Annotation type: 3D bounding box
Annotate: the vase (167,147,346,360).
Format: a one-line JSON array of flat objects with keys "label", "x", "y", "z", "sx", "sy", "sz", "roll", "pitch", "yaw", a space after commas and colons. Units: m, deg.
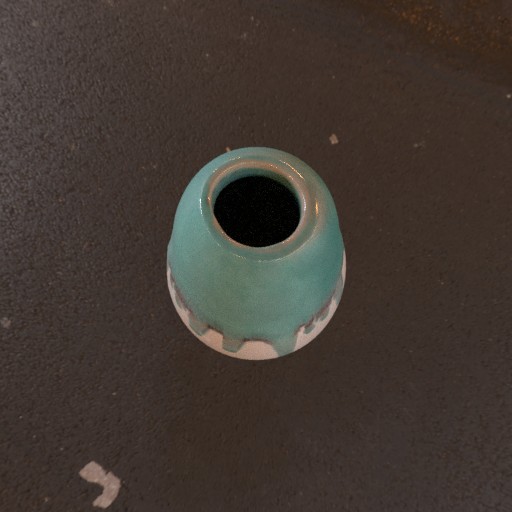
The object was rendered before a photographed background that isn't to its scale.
[{"label": "vase", "x": 0.000, "y": 0.000, "z": 0.256, "sx": 0.116, "sy": 0.179, "sz": 0.116, "roll": 0, "pitch": 76, "yaw": 0}]
